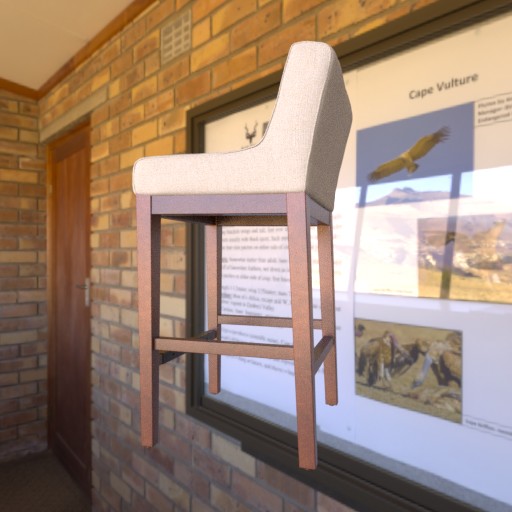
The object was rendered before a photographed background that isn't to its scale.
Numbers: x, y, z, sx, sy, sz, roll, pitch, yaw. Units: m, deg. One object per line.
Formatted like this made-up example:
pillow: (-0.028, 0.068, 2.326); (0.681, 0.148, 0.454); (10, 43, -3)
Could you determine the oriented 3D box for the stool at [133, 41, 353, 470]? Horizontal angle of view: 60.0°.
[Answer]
stool: (0.000, 0.000, 1.240); (0.500, 0.937, 0.511); (0, 0, 17)
